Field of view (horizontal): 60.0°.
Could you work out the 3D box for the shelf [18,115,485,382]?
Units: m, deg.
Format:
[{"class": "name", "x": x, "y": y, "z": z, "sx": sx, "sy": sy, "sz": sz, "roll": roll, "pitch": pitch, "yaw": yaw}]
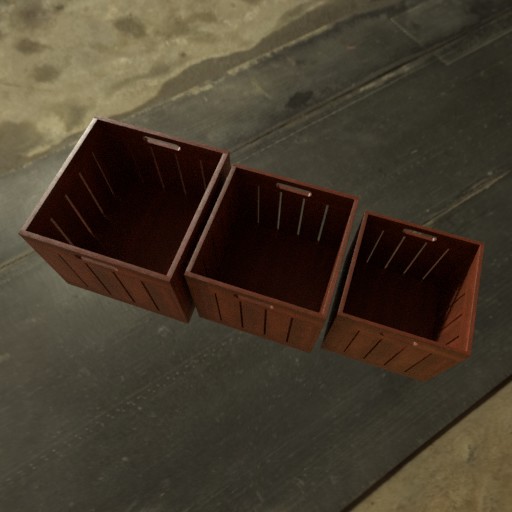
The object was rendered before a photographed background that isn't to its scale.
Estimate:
[{"class": "shelf", "x": 0.000, "y": 0.000, "z": 1.203, "sx": 1.064, "sy": 0.311, "sz": 0.393, "roll": 17, "pitch": 65, "yaw": 8}]
